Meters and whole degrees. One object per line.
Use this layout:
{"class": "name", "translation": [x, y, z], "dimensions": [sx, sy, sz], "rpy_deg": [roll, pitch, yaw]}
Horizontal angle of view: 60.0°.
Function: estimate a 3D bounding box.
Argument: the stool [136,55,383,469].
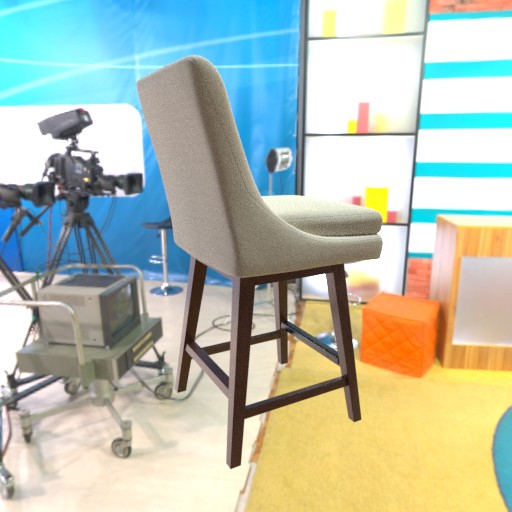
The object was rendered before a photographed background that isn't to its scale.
{"class": "stool", "translation": [0.000, 0.000, 1.297], "dimensions": [0.559, 0.991, 0.483], "rpy_deg": [-8, 16, -28]}
